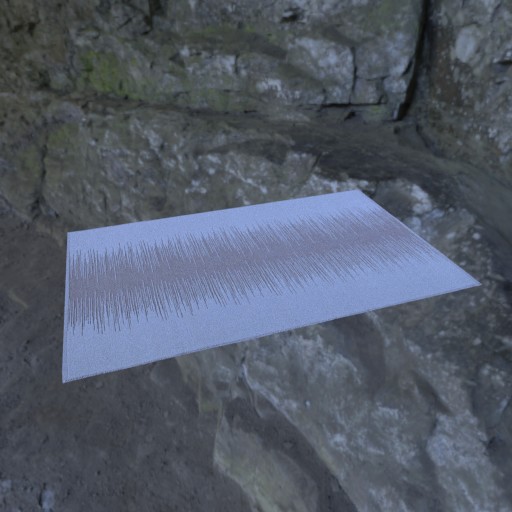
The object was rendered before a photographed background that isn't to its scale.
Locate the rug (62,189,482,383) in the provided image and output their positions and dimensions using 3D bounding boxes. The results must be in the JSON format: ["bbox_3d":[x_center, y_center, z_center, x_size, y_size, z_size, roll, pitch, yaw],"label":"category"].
[{"bbox_3d":[0.000,0.000,3.018,2.440,0.012,1.522,-10,34,-16],"label":"rug"}]
